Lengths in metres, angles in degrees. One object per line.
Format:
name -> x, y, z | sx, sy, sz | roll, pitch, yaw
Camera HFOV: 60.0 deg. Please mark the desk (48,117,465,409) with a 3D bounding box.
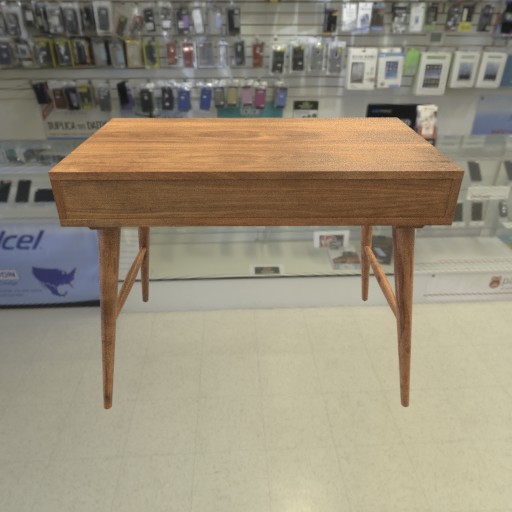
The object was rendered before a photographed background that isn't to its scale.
desk -> 0.000, 0.000, 1.435 | 0.949, 0.758, 0.588 | 0, 30, 0
